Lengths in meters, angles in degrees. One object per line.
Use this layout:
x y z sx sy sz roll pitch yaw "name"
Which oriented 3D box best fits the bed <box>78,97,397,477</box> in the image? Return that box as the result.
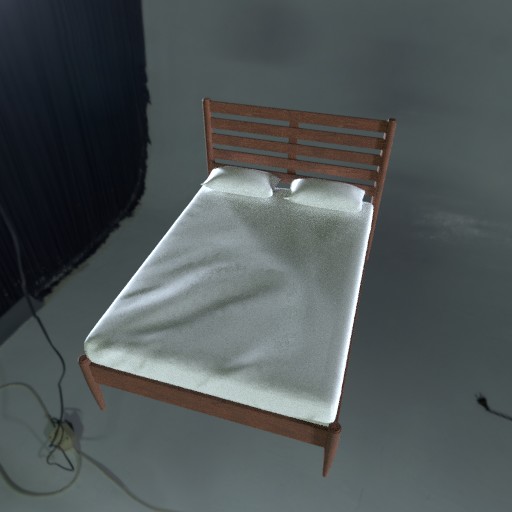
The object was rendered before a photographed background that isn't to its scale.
0.000 0.000 3.030 1.509 1.304 2.093 11 41 13 "bed"
